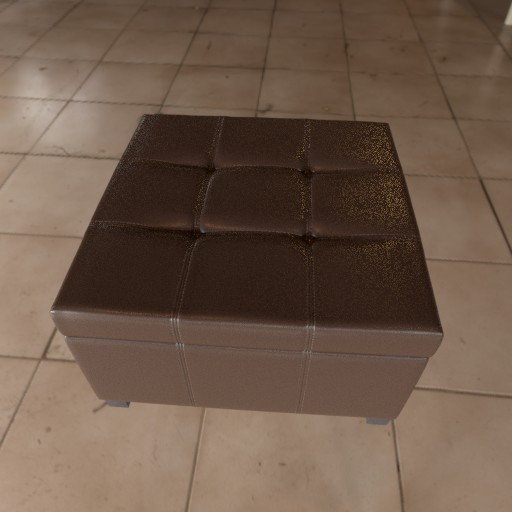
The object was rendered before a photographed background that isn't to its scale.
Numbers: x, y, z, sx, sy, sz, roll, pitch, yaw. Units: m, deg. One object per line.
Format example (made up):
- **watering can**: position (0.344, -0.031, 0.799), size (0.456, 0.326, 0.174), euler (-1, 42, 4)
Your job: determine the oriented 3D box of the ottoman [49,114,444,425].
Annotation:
- **ottoman**: position (0.000, 0.000, 1.275), size (0.788, 0.460, 0.787), euler (3, 47, 3)
